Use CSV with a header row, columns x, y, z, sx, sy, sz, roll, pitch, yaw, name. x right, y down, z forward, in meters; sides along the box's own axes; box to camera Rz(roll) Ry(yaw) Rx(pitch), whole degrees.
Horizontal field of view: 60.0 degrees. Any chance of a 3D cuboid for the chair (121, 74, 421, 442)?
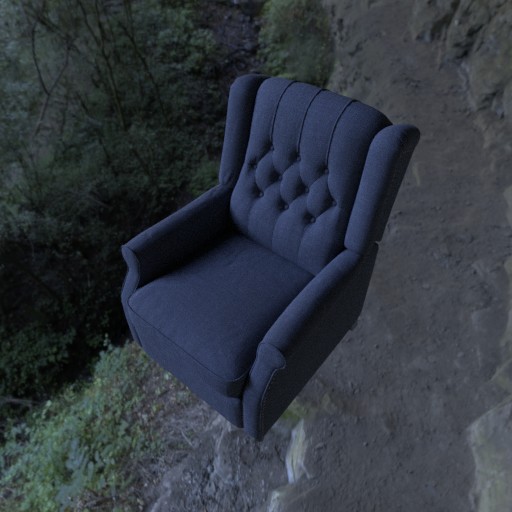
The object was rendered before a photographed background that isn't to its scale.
x,y,z,sx,sy,sz,roll,pitch,yaw,name
0.000,0.000,1.651,0.742,1.035,0.898,30,53,26,chair
